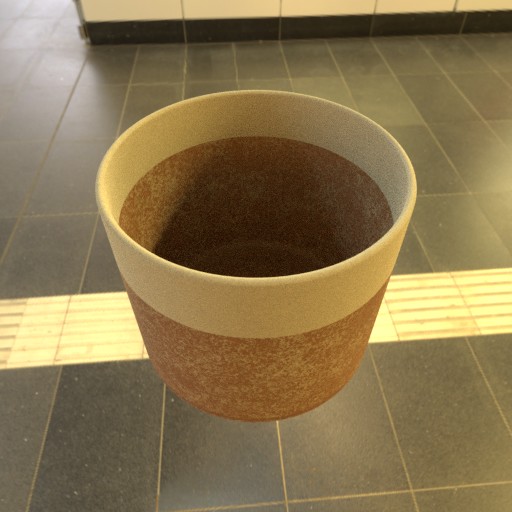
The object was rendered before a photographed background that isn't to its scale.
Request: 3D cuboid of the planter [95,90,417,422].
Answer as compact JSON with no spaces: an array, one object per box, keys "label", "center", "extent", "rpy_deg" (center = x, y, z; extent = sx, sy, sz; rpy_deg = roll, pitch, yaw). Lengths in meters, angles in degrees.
[{"label":"planter","center":[0.000,0.000,0.274],"extent":[0.159,0.138,0.159],"rpy_deg":[0,47,0]}]
